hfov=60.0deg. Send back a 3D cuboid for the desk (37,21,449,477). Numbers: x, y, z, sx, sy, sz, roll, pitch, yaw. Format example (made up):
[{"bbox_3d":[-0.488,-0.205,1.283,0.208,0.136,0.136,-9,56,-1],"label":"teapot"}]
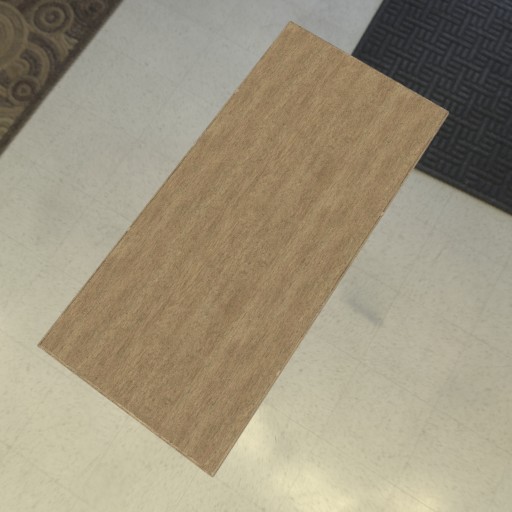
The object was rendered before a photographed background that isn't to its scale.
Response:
[{"bbox_3d":[0.000,0.000,1.762,0.610,0.912,1.289,34,79,7],"label":"desk"}]
